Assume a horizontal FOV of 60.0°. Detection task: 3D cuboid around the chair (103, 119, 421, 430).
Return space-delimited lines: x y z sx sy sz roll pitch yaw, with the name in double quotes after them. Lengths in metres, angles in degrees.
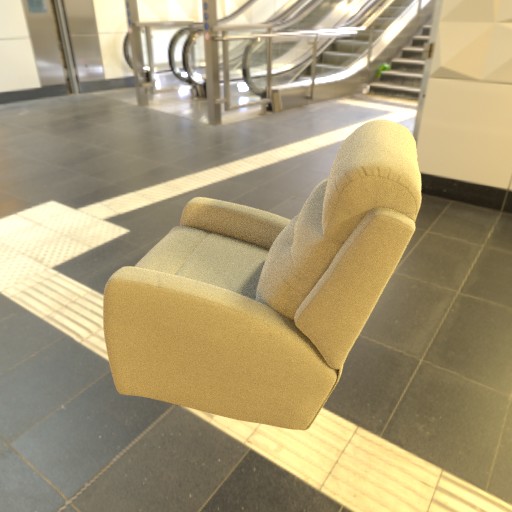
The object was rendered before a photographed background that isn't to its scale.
0.000 0.000 1.696 1.043 1.013 0.798 8 31 13 "chair"
